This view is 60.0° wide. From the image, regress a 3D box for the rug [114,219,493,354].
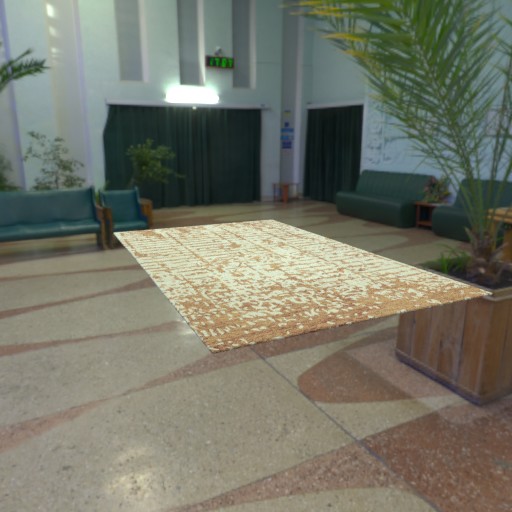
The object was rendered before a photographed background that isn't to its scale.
[{"bbox_3d":[0.000,0.000,3.005,1.517,0.011,2.435,-7,16,-25],"label":"rug"}]
